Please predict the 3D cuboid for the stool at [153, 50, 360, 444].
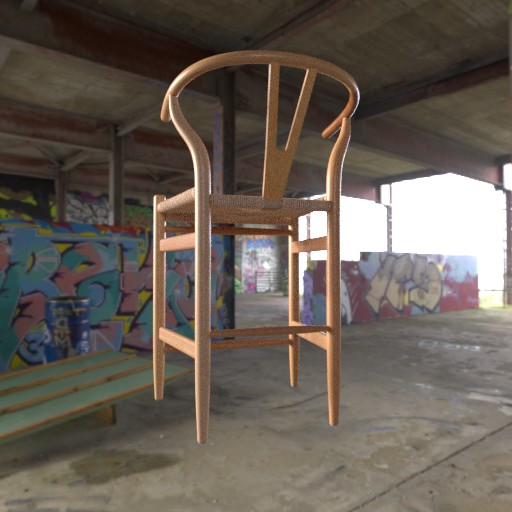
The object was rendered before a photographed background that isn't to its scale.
[{"bbox_3d":[0.000,0.000,1.274,0.536,0.923,0.575,0,-1,-19],"label":"stool"}]
